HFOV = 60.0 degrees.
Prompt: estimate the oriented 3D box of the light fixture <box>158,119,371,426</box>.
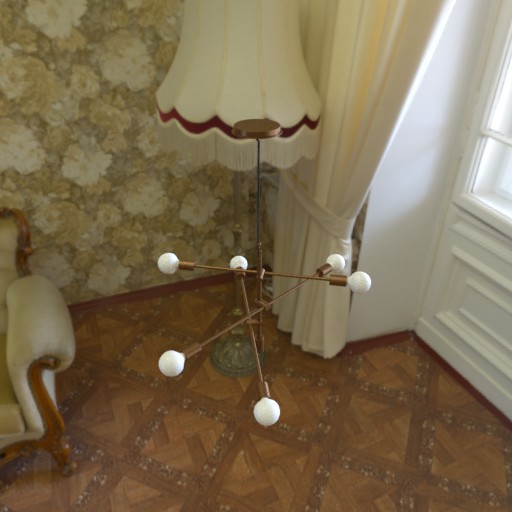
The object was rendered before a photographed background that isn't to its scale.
[{"bbox_3d":[0.000,0.000,1.257,0.637,0.744,0.682,11,34,18],"label":"light fixture"}]
